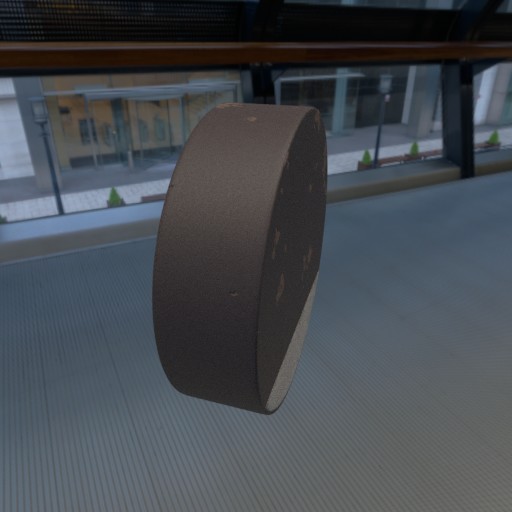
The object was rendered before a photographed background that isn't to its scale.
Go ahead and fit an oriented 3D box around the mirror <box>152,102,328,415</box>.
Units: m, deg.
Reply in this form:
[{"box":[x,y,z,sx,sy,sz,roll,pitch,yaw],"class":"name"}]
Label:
[{"box":[0.000,0.000,0.595,0.126,0.386,0.386,8,29,15],"class":"mirror"}]
